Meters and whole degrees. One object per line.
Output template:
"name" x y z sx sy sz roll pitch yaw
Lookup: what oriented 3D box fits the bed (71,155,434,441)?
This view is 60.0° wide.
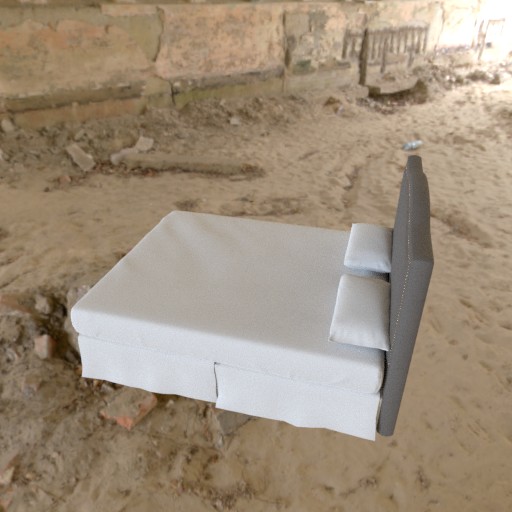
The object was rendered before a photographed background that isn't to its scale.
"bed" 0.000 0.000 3.441 2.282 1.436 1.821 8 32 13
